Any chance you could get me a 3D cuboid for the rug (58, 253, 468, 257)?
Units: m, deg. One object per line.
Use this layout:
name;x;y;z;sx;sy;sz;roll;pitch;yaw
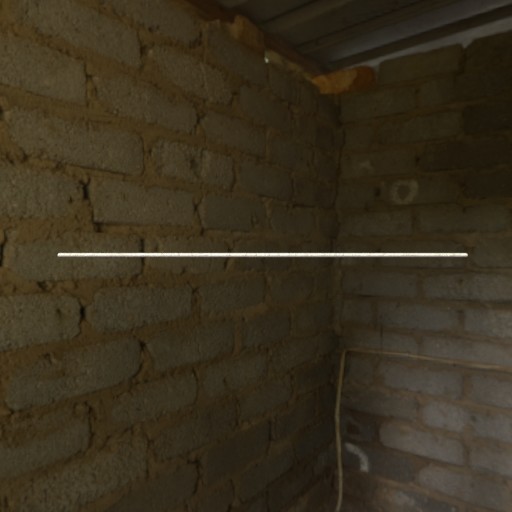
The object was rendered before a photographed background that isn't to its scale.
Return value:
rug;0.000;0.000;2.709;1.526;0.015;2.132;0;0;-2
